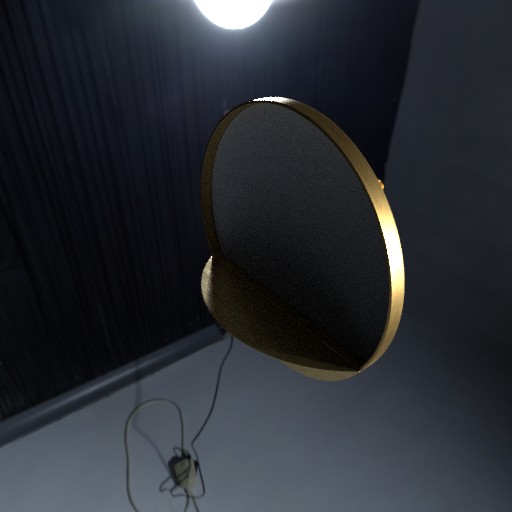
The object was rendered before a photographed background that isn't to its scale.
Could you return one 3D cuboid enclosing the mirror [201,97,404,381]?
[{"bbox_3d":[0.000,0.000,0.696,0.133,0.457,0.457,-21,37,-31],"label":"mirror"}]
